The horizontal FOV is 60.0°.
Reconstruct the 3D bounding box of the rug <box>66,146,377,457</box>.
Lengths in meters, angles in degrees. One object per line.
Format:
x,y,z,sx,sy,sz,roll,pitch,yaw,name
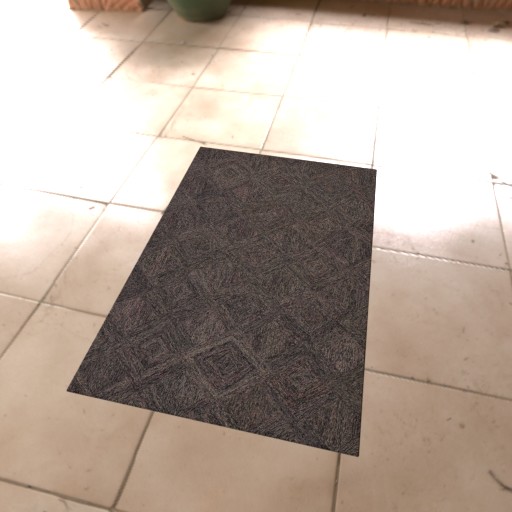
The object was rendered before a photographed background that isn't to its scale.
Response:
0.000,0.000,2.948,1.501,0.017,2.298,9,48,9,rug
